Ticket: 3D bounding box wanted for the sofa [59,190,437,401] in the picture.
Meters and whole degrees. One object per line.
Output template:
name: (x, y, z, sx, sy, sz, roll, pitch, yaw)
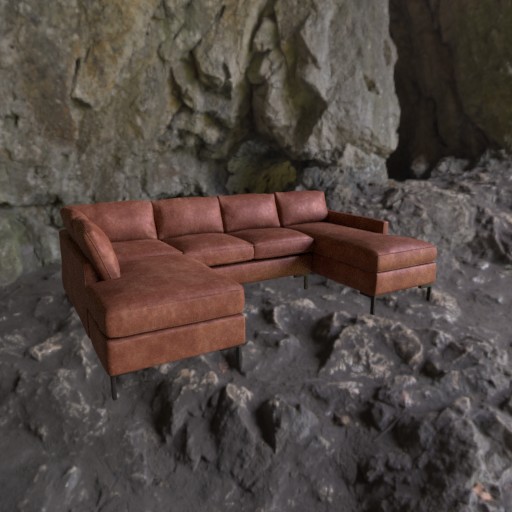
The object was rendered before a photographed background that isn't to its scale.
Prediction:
sofa: (0.000, 0.000, 3.837, 2.956, 0.900, 1.939, -8, 16, -29)
